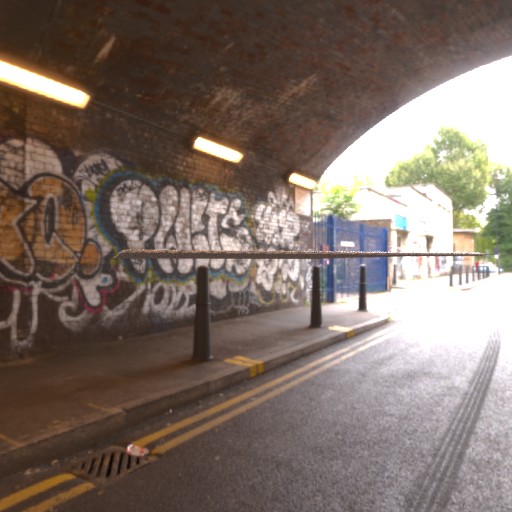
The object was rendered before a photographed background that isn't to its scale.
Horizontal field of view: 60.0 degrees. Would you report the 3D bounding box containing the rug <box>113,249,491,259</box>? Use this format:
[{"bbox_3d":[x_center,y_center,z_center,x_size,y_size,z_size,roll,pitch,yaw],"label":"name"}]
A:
[{"bbox_3d":[0.000,0.000,4.795,2.892,0.036,3.585,0,-1,-19],"label":"rug"}]
